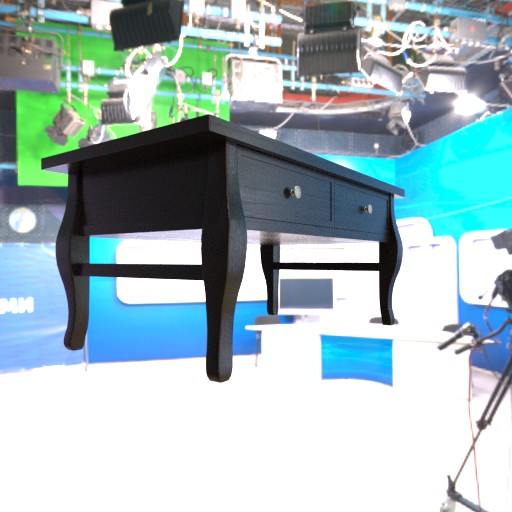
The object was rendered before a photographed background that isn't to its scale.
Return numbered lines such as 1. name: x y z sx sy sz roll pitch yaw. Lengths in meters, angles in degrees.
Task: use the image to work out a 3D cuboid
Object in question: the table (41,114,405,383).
1. table: 0.000 0.000 1.384 0.600 0.494 1.062 0 -1 37
